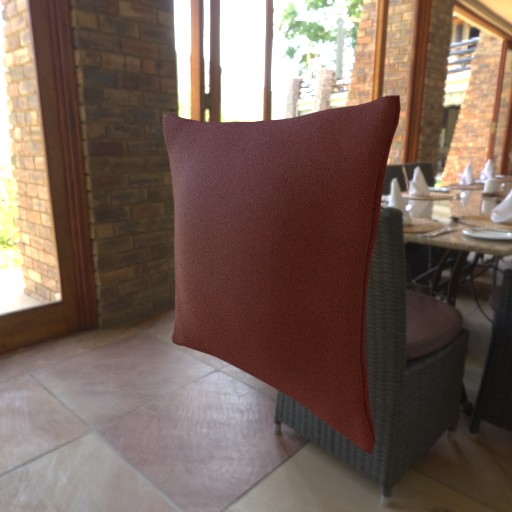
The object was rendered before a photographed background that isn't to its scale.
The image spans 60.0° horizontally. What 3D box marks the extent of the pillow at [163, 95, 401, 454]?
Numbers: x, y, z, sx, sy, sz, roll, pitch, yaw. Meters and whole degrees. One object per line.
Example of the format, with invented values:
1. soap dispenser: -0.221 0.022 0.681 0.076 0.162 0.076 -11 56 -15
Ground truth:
1. pillow: 0.000 0.000 0.648 0.151 0.416 0.435 -13 19 -42
